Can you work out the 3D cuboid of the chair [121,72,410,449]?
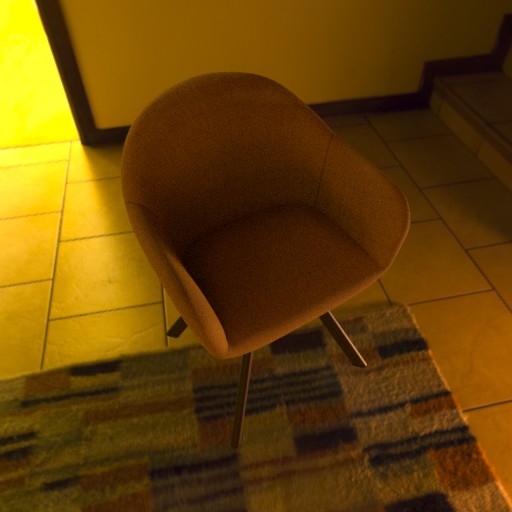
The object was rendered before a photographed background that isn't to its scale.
[{"bbox_3d":[0.000,0.000,1.183,0.590,0.795,0.550,-25,51,-21],"label":"chair"}]
